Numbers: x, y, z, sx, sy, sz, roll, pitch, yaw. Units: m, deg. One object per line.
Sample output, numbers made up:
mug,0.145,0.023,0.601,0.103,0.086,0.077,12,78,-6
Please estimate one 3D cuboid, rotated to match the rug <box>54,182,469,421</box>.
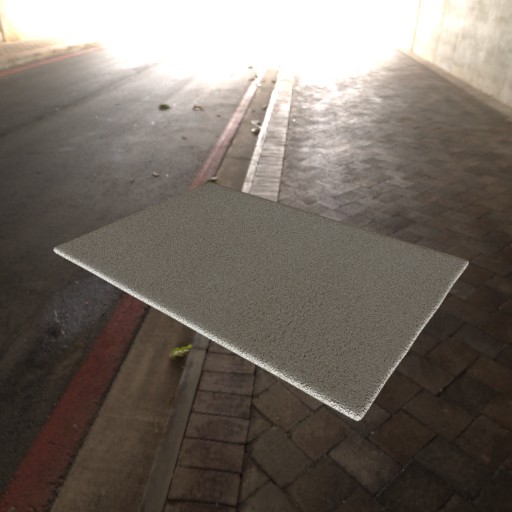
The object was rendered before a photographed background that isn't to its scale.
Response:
rug,0.000,0.000,2.289,1.778,0.030,1.219,22,37,32
